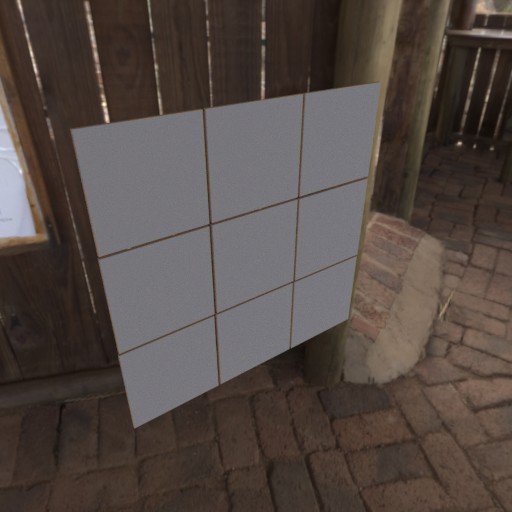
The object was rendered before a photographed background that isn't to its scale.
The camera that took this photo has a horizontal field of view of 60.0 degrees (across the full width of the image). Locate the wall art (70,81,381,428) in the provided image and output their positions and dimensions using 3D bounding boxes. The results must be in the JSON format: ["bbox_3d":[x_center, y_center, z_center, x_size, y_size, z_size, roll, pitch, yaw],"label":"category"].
[{"bbox_3d":[0.000,0.000,2.253,1.527,1.521,0.017,-20,36,-30],"label":"wall art"}]
